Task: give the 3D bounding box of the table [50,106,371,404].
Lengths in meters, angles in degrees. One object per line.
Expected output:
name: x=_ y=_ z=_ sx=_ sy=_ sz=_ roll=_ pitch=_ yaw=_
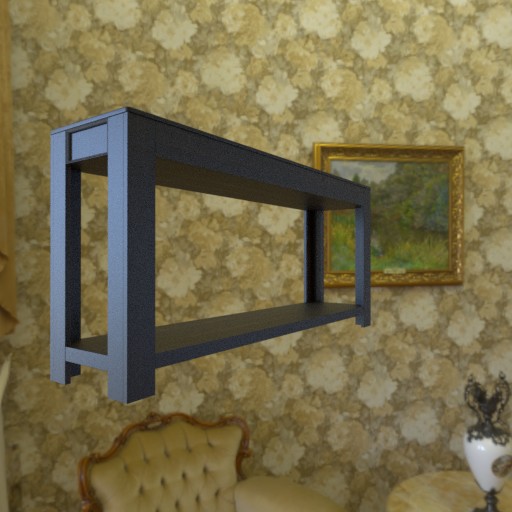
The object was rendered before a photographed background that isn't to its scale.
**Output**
table: x=0.000 y=0.000 z=1.901 sx=0.384 sy=0.762 sz=1.631 roll=0 pitch=0 yaw=36
